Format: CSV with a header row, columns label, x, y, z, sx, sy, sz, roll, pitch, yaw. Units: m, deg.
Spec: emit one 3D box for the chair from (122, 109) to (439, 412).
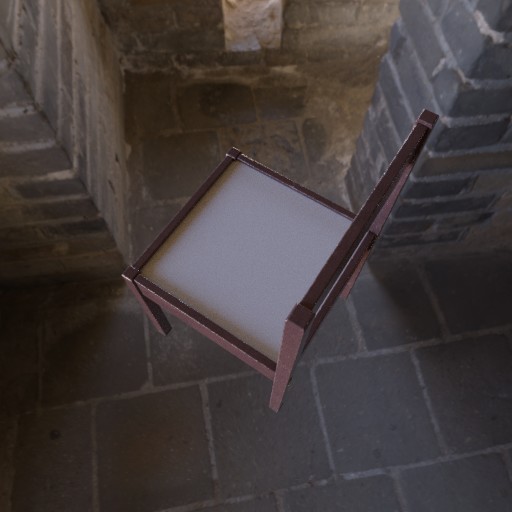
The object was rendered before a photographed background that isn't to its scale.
label,x,y,z,sx,sy,sz,roll,pitch,yaw
chair,0.000,0.000,0.677,0.285,0.505,0.285,30,67,14
